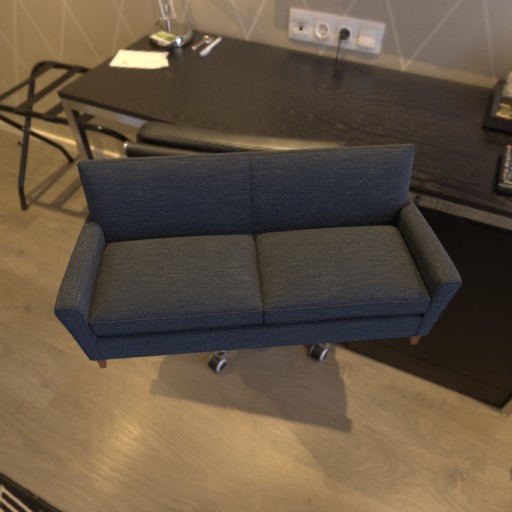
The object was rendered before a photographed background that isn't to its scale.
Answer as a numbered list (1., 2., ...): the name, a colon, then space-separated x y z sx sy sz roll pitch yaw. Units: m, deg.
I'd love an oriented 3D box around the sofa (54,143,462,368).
1. sofa: 0.000 0.000 2.529 1.976 0.846 0.875 -4 48 -3
